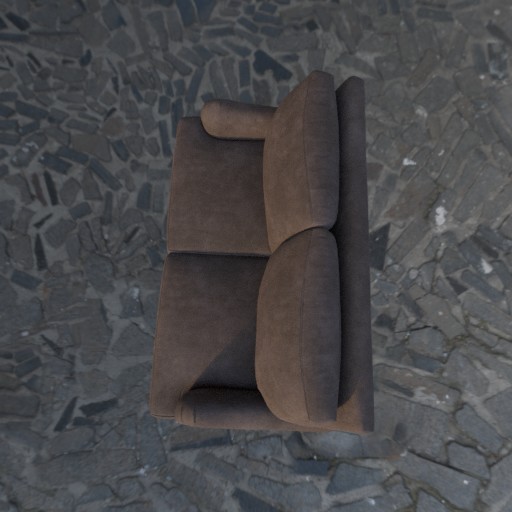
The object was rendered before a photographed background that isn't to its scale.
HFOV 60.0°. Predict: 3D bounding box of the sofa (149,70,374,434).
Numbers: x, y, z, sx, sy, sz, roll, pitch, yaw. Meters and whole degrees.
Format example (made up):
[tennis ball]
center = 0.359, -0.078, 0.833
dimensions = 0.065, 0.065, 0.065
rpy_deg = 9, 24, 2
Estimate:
[sofa]
center = 0.000, 0.000, 2.550
dimensions = 1.084, 1.101, 1.853
rpy_deg = 2, 74, 1
